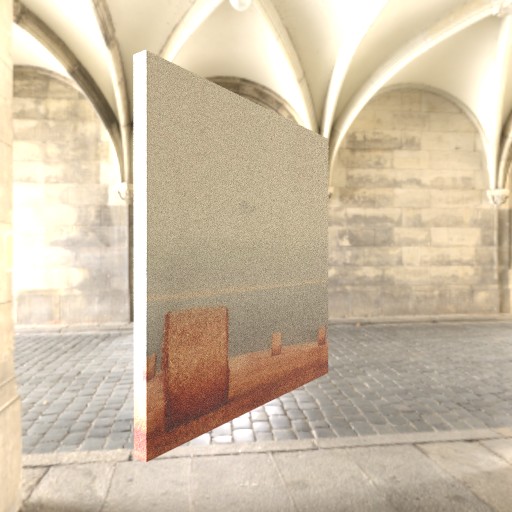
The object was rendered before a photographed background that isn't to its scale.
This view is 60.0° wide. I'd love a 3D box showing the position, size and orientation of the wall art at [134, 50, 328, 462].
[{"bbox_3d":[0.000,0.000,1.138,0.042,0.760,0.760,0,0,35],"label":"wall art"}]
